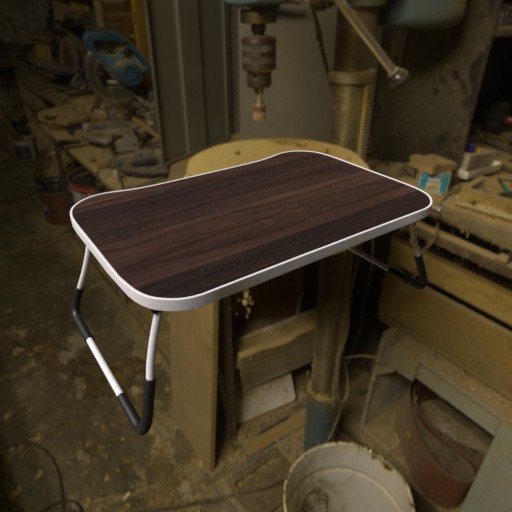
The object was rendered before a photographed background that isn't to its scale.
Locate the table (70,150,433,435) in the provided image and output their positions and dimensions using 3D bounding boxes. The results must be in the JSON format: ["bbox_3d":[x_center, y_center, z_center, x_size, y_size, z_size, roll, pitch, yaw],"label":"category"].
[{"bbox_3d":[0.000,0.000,0.869,0.660,0.232,0.400,-20,36,-30],"label":"table"}]
